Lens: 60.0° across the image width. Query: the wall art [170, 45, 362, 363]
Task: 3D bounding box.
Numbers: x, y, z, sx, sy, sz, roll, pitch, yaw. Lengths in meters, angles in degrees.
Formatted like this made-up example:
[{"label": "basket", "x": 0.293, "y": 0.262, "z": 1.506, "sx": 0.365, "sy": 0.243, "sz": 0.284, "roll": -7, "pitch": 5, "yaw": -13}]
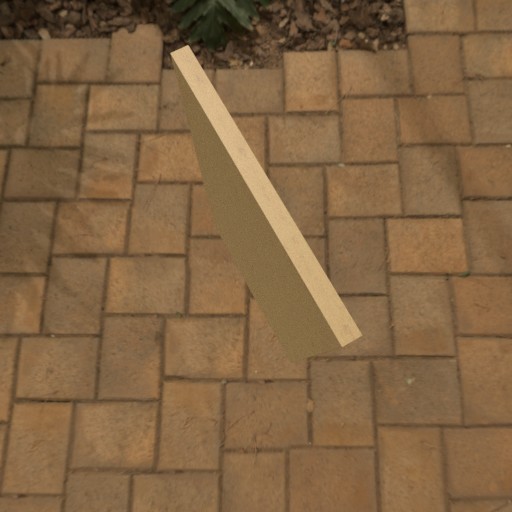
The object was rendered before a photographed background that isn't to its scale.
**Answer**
[{"label": "wall art", "x": 0.000, "y": 0.000, "z": 1.020, "sx": 0.039, "sy": 0.810, "sz": 0.510, "roll": -28, "pitch": 77, "yaw": -7}]
